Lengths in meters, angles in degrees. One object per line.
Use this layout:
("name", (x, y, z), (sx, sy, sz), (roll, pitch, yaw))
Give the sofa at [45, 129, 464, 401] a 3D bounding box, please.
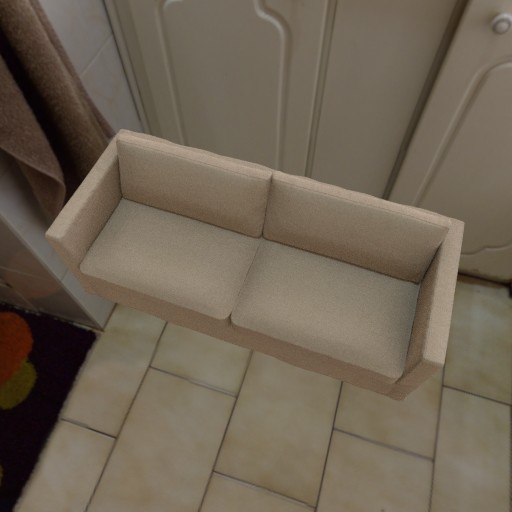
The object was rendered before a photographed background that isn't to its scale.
("sofa", (0.000, 0.000, 2.817), (2.312, 0.853, 0.962), (17, 61, 10))
